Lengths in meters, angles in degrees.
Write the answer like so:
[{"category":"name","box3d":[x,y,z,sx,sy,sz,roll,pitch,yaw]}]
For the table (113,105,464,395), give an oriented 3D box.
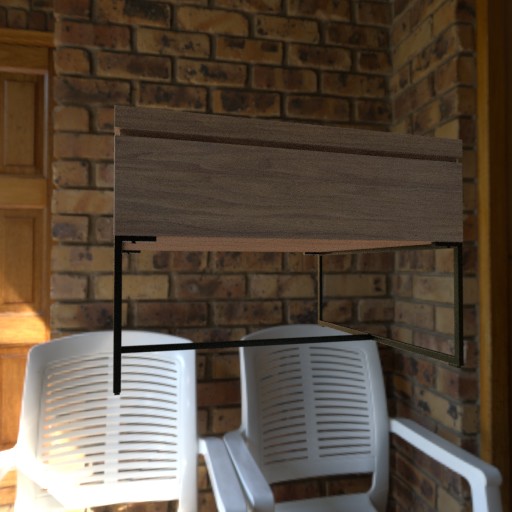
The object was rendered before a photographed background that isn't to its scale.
[{"category":"table","box3d":[0.000,0.000,1.125,0.679,0.464,0.676,0,-1,-17]}]
